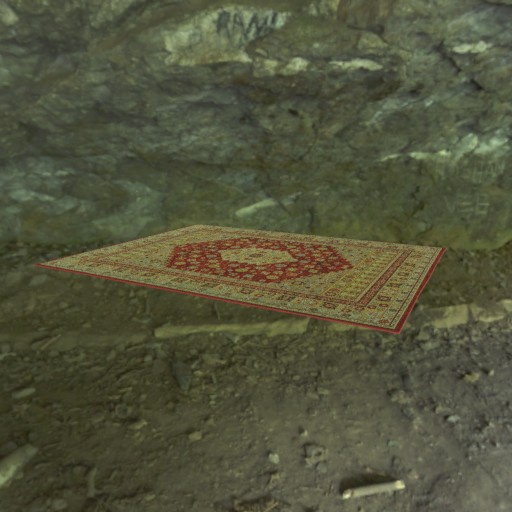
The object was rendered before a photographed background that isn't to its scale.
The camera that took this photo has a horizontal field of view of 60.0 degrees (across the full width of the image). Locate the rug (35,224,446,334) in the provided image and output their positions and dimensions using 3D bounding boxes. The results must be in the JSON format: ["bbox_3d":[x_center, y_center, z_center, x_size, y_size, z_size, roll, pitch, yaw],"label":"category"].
[{"bbox_3d":[0.000,0.000,4.124,3.053,0.013,2.387,7,15,28],"label":"rug"}]
